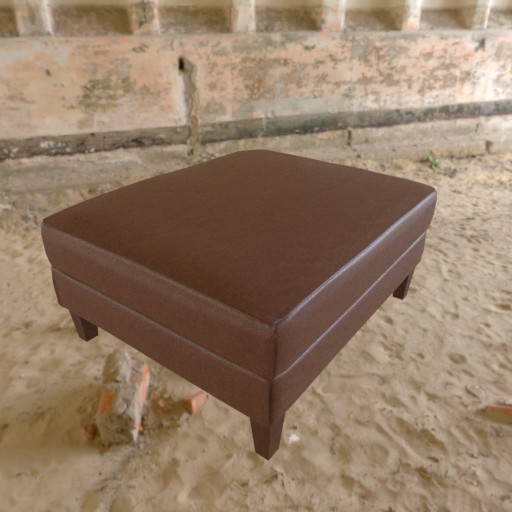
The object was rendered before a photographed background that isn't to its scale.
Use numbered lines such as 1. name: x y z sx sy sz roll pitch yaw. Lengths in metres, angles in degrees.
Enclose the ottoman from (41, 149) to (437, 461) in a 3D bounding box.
1. ottoman: 0.000 0.000 1.444 0.836 0.472 0.987 19 34 32
